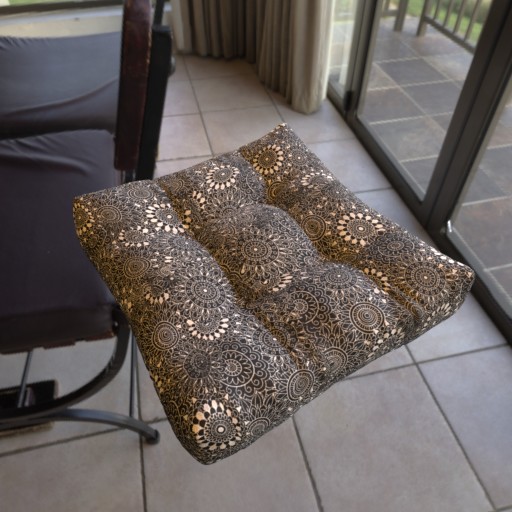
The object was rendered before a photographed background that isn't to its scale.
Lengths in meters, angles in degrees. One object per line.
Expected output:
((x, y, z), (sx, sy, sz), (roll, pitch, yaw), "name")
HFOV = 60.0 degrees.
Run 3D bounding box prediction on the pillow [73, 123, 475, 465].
((0.000, 0.000, 0.718), (0.468, 0.128, 0.490), (-25, 52, -21), "pillow")
